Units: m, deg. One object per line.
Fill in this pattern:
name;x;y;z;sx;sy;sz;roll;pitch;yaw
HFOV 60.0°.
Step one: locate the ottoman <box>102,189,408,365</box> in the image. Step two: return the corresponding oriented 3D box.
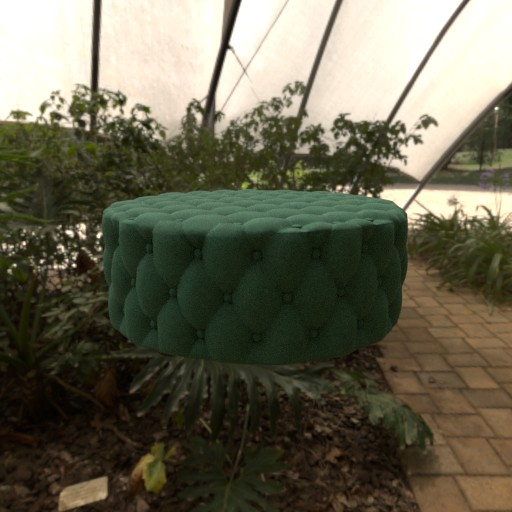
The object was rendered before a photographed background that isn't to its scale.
ottoman;0.000;0.000;1.530;0.998;0.399;0.998;0;13;0
